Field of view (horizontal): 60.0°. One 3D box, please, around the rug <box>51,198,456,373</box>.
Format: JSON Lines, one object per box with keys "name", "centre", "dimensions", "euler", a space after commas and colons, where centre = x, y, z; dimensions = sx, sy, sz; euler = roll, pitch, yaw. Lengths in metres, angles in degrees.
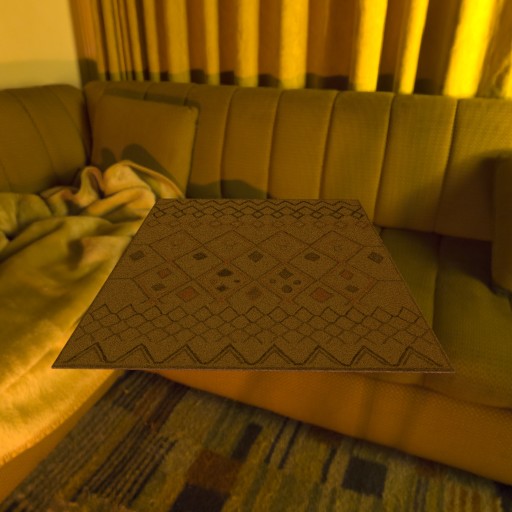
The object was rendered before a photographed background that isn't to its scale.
{"name": "rug", "centre": [0.000, 0.000, 4.025], "dimensions": [2.441, 0.016, 3.050], "euler": [0, 27, 1]}
